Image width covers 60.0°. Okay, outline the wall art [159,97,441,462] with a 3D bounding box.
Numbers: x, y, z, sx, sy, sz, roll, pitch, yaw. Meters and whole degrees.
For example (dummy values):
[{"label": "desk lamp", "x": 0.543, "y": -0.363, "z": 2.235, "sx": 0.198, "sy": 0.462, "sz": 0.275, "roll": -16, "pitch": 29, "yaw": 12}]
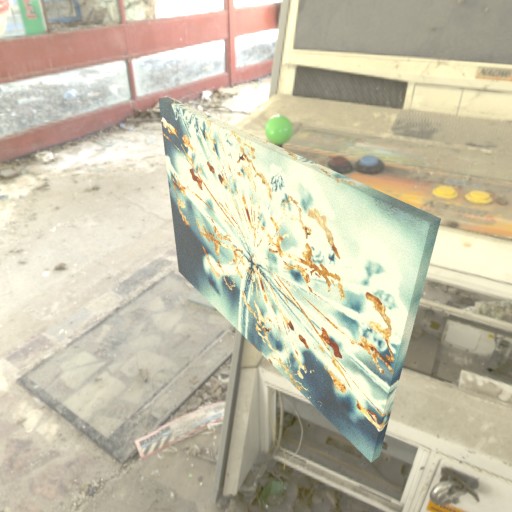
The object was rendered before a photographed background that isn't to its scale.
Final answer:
[{"label": "wall art", "x": 0.000, "y": 0.000, "z": 1.419, "sx": 0.035, "sy": 0.759, "sz": 1.138, "roll": -22, "pitch": 39, "yaw": -29}]
